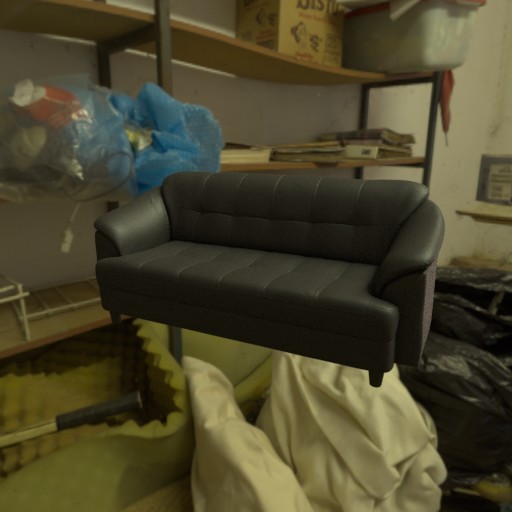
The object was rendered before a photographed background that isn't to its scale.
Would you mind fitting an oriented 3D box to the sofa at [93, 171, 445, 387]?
[{"bbox_3d":[0.000,0.000,2.377,1.829,0.811,0.800,7,17,26],"label":"sofa"}]
